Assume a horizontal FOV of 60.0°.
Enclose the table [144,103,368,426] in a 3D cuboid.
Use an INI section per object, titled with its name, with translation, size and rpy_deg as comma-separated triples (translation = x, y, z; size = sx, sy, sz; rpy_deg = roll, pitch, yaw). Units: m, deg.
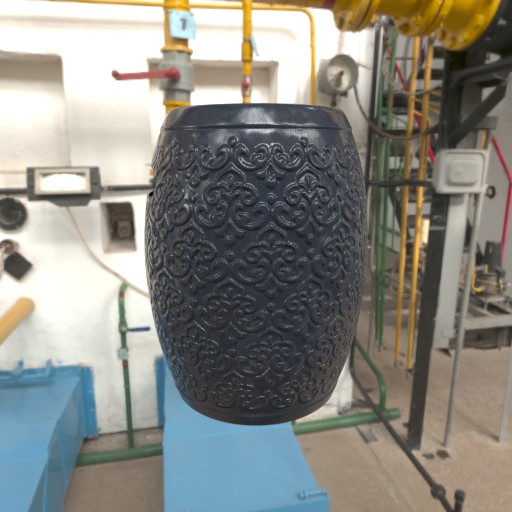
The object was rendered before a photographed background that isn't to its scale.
[table]
translation = 0.000, 0.000, 0.635
size = 0.309, 0.397, 0.309
rpy_deg = 0, 14, 0
